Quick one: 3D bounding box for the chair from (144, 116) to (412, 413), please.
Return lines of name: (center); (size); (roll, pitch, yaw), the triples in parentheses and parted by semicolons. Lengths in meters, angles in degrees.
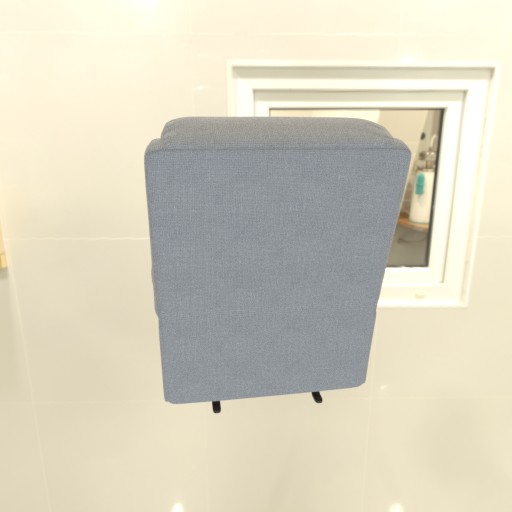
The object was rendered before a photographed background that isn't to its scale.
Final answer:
chair: (0.000, 0.000, 1.789); (0.838, 1.054, 1.014); (-3, 16, -9)
